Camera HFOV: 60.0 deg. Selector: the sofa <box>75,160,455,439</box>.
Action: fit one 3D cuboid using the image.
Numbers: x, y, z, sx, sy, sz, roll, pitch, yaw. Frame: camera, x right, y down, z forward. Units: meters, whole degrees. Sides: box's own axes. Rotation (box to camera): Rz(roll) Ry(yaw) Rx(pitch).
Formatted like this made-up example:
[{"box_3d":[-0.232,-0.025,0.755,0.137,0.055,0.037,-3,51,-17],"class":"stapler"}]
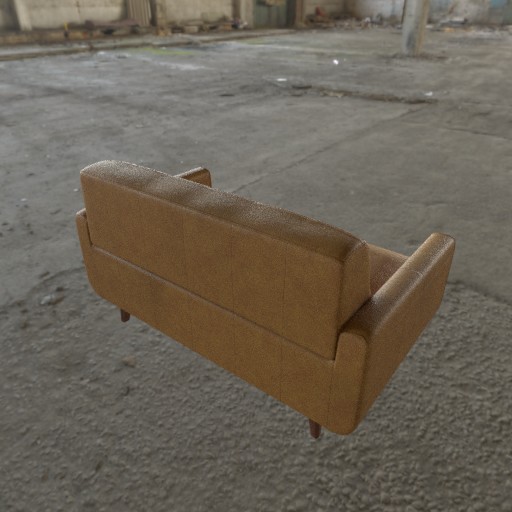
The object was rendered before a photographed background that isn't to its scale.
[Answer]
[{"box_3d":[0.000,0.000,2.248,1.651,0.925,0.952,21,36,32],"class":"sofa"}]
